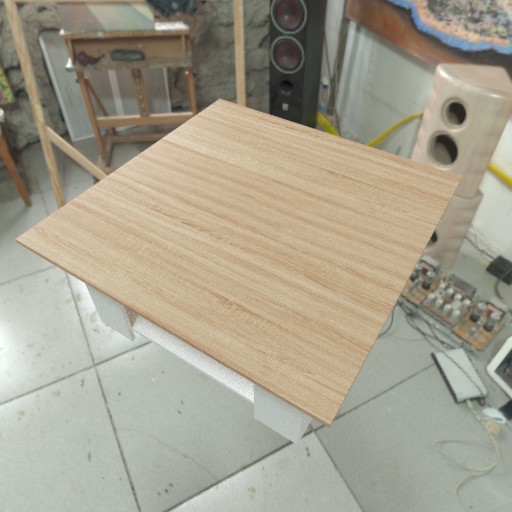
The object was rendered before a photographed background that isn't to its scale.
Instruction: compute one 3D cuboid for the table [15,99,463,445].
[{"bbox_3d":[0.000,0.000,1.031,0.670,0.305,0.670,25,51,22],"label":"table"}]
